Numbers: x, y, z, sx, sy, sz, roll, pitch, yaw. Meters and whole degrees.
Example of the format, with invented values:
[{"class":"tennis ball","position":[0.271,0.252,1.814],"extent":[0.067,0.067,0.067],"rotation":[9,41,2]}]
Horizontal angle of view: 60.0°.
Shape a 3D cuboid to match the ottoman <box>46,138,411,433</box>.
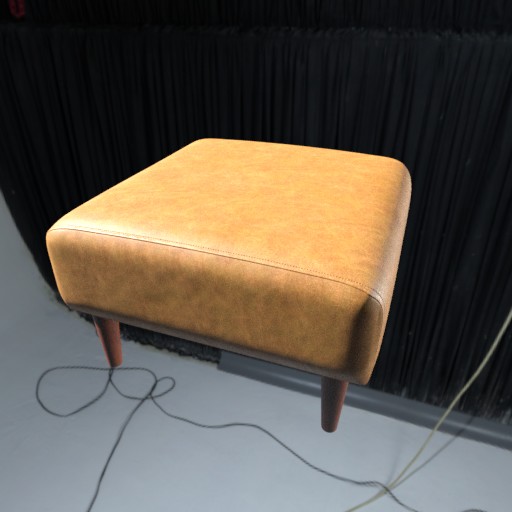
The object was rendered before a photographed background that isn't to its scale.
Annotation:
[{"class":"ottoman","position":[0.000,0.000,1.069],"extent":[0.650,0.399,0.650],"rotation":[11,32,18]}]
